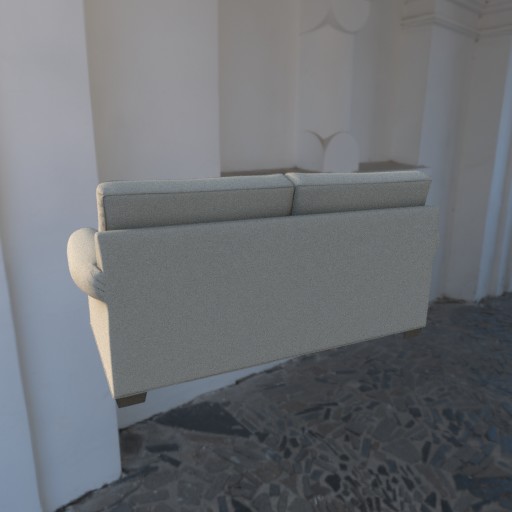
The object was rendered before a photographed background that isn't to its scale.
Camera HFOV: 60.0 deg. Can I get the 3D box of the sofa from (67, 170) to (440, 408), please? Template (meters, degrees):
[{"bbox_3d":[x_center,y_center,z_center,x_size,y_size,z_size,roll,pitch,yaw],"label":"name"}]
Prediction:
[{"bbox_3d":[0.000,0.000,2.475,1.930,0.952,0.940,-7,16,-25],"label":"sofa"}]
